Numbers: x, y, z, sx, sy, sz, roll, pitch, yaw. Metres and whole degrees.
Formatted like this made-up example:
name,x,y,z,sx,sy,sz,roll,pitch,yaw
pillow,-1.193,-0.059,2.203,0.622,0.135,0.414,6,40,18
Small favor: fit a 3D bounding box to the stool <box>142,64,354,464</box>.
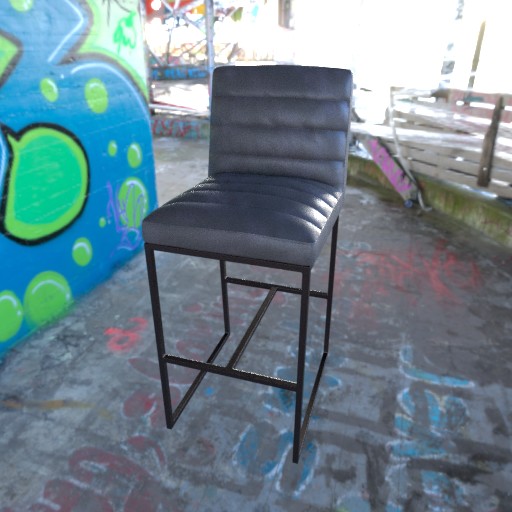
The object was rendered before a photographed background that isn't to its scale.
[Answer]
name,x,y,z,sx,sy,sz,roll,pitch,yaw
stool,0.000,0.000,1.375,0.463,1.065,0.562,8,28,16
